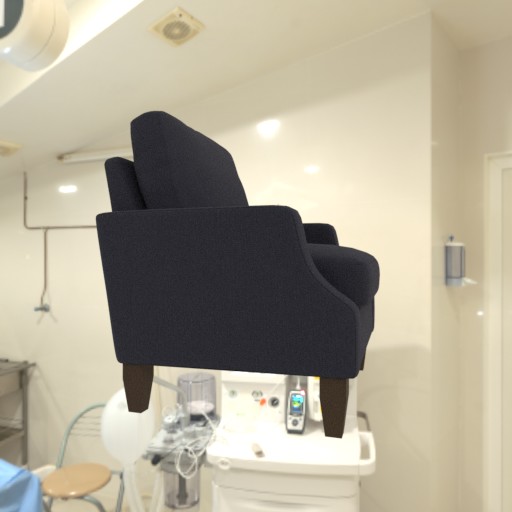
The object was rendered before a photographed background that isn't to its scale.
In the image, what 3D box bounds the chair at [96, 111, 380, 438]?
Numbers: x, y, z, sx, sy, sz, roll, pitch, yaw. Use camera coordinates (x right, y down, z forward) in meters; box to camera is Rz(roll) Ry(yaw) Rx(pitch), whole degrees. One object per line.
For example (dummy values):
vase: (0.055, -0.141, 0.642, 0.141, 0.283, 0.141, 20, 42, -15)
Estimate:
chair: (0.000, 0.000, 1.692, 0.897, 0.991, 0.855, 0, 0, 18)
